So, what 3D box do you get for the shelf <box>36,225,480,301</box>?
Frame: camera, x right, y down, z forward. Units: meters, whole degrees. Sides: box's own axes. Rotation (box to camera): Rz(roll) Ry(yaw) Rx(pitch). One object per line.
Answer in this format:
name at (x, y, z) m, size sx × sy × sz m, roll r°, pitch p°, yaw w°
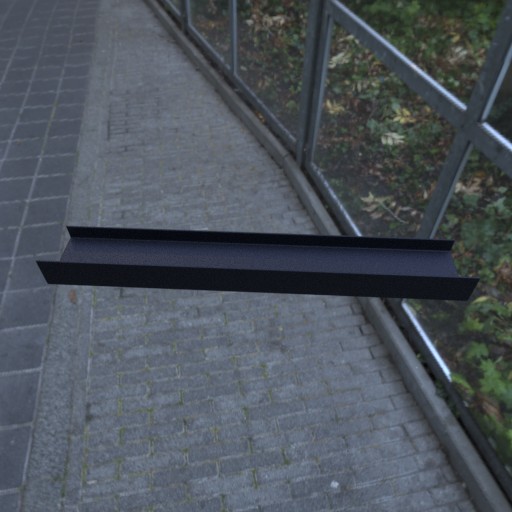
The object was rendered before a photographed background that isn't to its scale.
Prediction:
shelf at (0.000, 0.000, 0.655) m, size 0.605 × 0.053 × 0.102 m, roll 2°, pitch 47°, yaw 2°
